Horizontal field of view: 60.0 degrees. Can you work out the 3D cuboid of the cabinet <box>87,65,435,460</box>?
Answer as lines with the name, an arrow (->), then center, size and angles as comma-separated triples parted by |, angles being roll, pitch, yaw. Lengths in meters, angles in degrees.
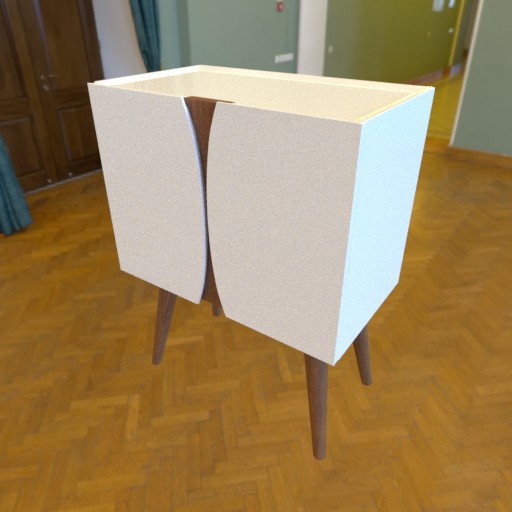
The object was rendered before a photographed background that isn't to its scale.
cabinet -> 0.000, 0.000, 1.058 | 0.591, 0.772, 0.344 | 19, 35, 30
